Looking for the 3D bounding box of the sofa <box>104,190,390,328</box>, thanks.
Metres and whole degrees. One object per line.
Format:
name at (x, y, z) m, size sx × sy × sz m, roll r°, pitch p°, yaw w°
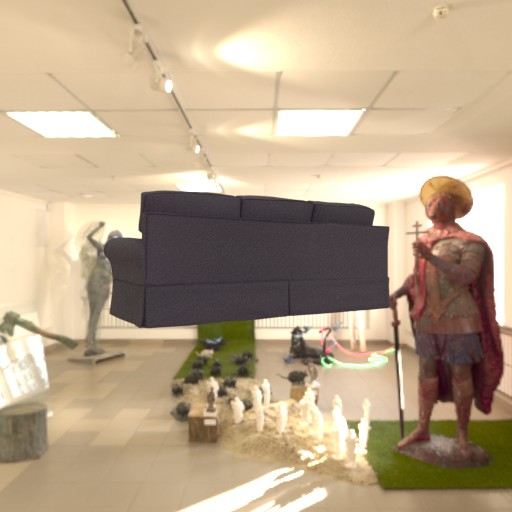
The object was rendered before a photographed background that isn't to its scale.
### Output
sofa at (0.000, 0.000, 5.247) m, size 2.874 × 1.169 × 3.773 m, roll 0°, pitch 0°, yaw 0°
